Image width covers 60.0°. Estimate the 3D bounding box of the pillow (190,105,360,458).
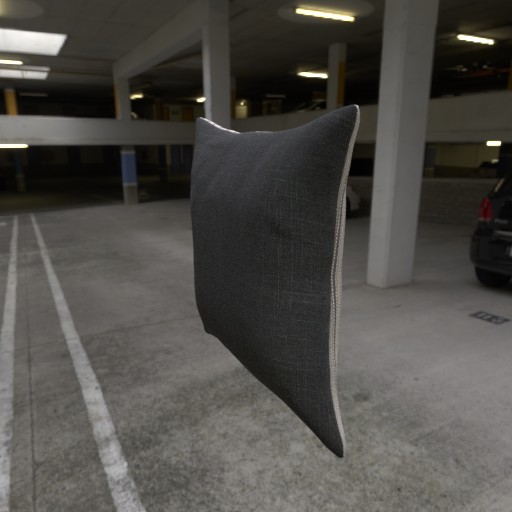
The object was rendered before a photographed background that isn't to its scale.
[{"bbox_3d":[0.000,0.000,0.713,0.138,0.444,0.468,-8,17,-27],"label":"pillow"}]
